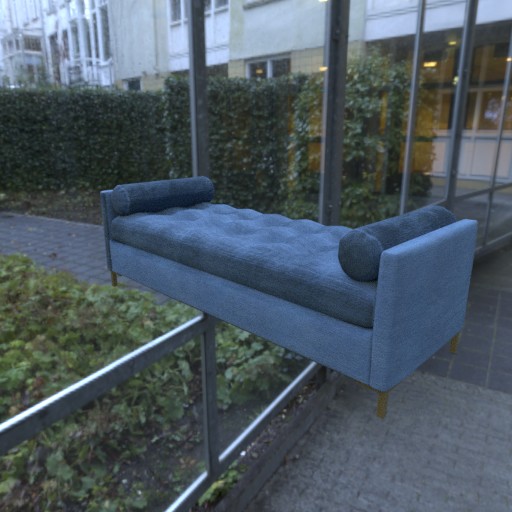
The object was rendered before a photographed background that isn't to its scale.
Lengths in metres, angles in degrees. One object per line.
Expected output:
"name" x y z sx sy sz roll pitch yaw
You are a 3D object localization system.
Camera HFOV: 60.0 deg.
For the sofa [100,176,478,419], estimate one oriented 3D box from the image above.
"sofa" 0.000 0.000 2.515 2.102 0.705 0.796 16 23 42
